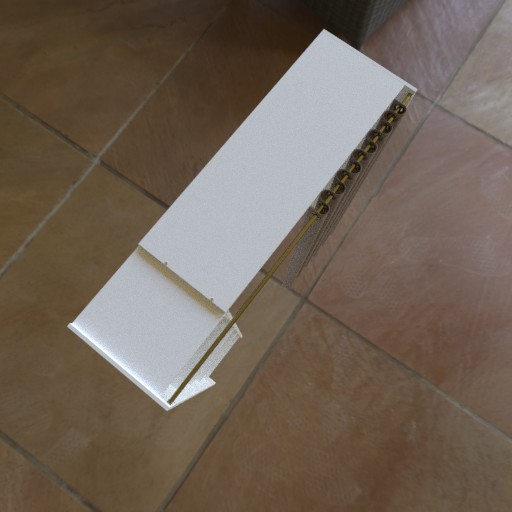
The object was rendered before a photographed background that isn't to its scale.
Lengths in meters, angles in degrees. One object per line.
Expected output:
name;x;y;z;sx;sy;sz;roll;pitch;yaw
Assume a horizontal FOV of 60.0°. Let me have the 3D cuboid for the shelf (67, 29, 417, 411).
shelf;0.000;0.000;2.603;0.500;1.820;1.600;37;79;8
